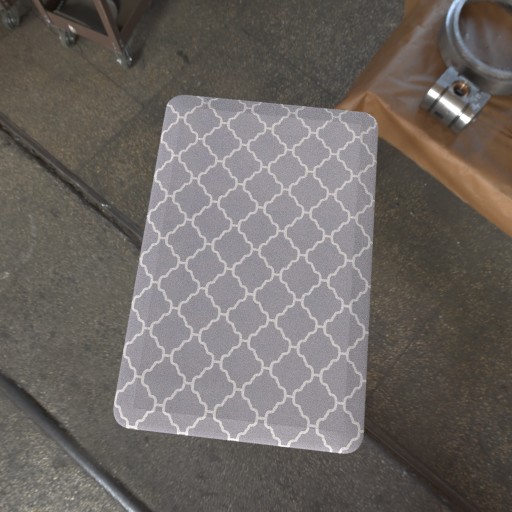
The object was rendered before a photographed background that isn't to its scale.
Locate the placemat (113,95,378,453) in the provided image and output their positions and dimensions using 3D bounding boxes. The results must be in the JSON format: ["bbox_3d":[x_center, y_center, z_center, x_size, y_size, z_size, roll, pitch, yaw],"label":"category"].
[{"bbox_3d":[0.000,0.000,0.969,0.508,0.021,0.762,6,76,1],"label":"placemat"}]
